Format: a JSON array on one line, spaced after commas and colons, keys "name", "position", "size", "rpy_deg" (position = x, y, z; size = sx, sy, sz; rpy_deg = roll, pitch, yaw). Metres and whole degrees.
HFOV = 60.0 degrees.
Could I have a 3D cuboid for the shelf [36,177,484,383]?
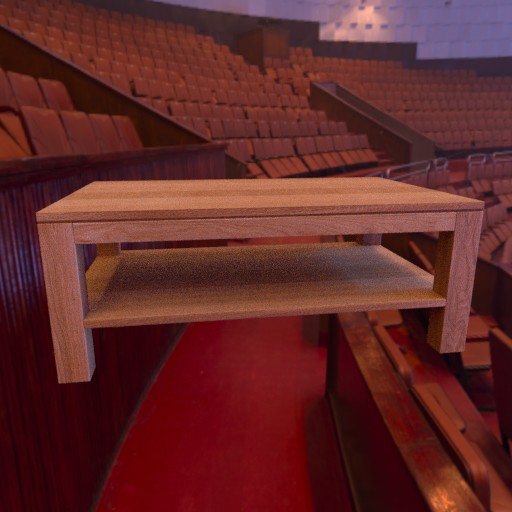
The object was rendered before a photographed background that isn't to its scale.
[{"name": "shelf", "position": [0.000, 0.000, 1.513], "size": [1.150, 0.450, 0.700], "rpy_deg": [-2, 16, -8]}]
